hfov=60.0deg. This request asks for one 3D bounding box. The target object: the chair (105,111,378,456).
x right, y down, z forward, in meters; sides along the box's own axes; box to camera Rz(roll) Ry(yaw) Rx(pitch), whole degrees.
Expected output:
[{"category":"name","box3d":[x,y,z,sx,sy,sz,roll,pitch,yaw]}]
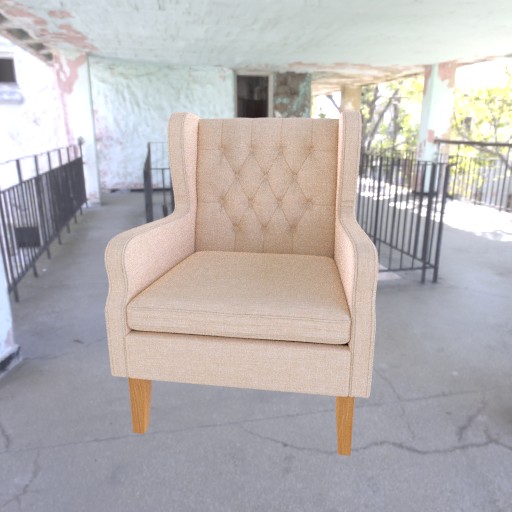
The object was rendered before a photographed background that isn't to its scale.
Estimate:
[{"category":"chair","box3d":[0.000,0.000,1.478,0.710,0.930,0.760,2,16,8]}]
